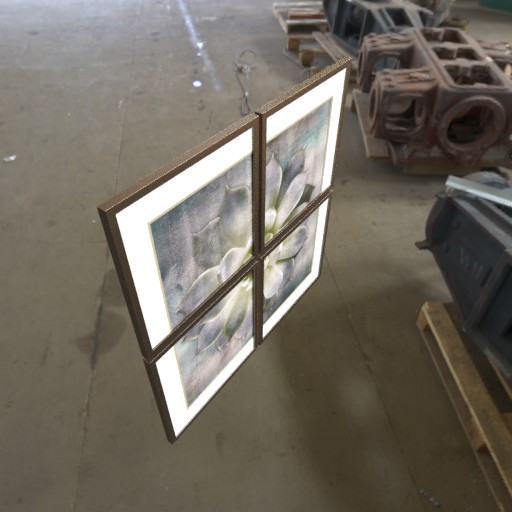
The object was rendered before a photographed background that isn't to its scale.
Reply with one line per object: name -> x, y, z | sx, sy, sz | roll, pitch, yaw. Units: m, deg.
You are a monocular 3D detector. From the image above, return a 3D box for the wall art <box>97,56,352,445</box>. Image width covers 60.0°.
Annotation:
wall art -> 0.000, 0.000, 1.521 | 0.030, 1.032, 1.032 | 27, 49, 26
